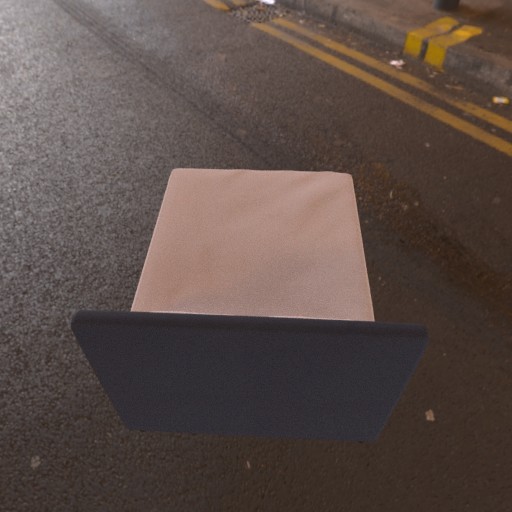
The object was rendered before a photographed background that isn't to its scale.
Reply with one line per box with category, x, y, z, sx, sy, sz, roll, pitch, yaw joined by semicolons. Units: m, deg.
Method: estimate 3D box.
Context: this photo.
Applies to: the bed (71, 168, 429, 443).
bed;0.000;0.000;3.189;1.713;1.330;2.162;2;48;2
